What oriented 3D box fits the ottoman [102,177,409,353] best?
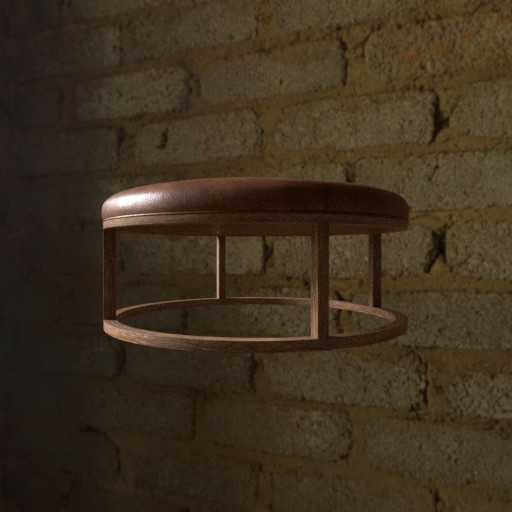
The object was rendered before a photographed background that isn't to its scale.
[{"bbox_3d":[0.000,0.000,1.531,1.006,0.445,1.006,0,1,0],"label":"ottoman"}]
